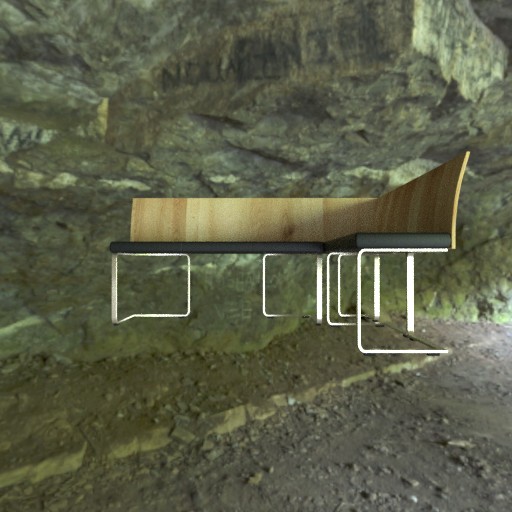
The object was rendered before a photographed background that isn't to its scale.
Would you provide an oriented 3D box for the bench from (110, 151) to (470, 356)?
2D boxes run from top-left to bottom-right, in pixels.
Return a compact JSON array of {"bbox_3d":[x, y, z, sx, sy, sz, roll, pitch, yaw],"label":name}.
[{"bbox_3d":[0.000,0.000,2.754,1.945,0.930,1.495,0,-1,0],"label":"bench"}]
